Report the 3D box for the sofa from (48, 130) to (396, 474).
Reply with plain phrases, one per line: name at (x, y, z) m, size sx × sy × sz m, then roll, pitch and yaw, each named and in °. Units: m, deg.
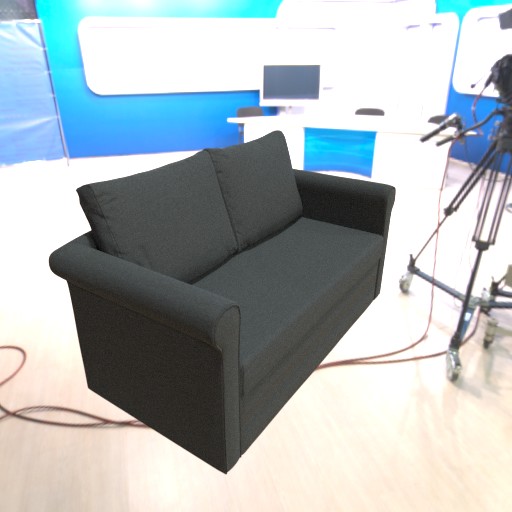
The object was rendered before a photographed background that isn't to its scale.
sofa at (0.000, 0.000, 1.954) m, size 0.741 × 0.872 × 1.460 m, roll 17°, pitch 30°, yaw 31°
